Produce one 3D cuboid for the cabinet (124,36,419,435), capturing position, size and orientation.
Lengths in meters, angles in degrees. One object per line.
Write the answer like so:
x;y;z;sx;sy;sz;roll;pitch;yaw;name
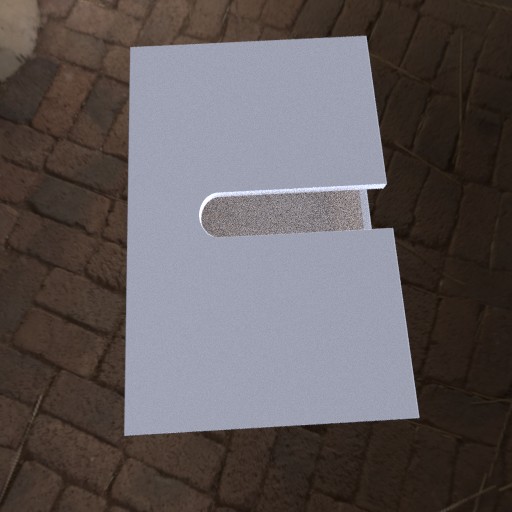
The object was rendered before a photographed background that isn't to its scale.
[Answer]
0.000;0.000;0.912;0.400;0.522;0.600;-3;76;-1;cabinet
